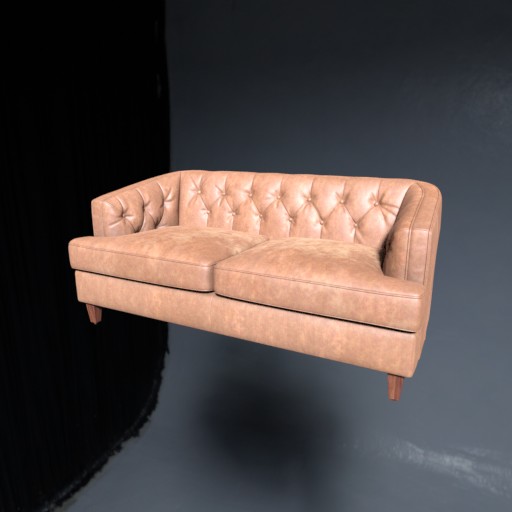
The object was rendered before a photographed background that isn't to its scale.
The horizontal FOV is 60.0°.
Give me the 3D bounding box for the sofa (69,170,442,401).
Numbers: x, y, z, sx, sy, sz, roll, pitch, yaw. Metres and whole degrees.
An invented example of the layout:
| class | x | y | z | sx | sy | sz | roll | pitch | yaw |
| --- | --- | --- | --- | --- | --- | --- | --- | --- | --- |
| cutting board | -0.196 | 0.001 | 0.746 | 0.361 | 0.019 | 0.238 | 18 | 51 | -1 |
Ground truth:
| class | x | y | z | sx | sy | sz | roll | pitch | yaw |
| --- | --- | --- | --- | --- | --- | --- | --- | --- | --- |
| sofa | 0.000 | 0.000 | 2.312 | 1.755 | 0.786 | 0.914 | 8 | 17 | 26 |
